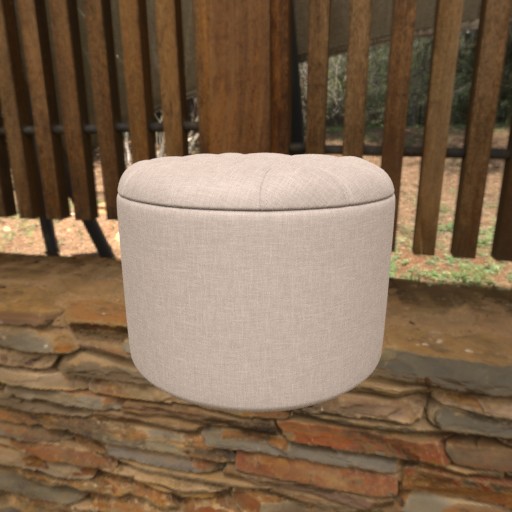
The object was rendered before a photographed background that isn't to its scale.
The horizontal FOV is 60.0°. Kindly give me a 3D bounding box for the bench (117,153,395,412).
[{"bbox_3d":[0.000,0.000,1.033,0.600,0.453,0.600,0,16,0],"label":"bench"}]
